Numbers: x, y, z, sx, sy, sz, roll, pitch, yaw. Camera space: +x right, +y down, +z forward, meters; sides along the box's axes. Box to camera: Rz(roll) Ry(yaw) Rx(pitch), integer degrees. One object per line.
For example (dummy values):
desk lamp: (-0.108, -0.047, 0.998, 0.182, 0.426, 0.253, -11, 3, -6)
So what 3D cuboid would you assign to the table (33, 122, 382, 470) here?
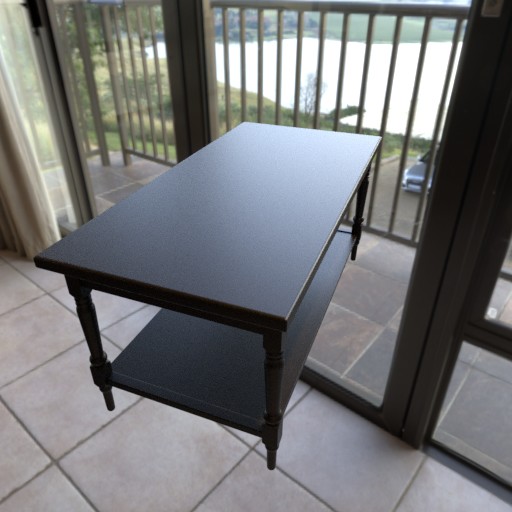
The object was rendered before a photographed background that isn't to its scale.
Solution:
table: (0.000, 0.000, 1.395, 0.550, 0.510, 1.107, 12, 34, 18)
